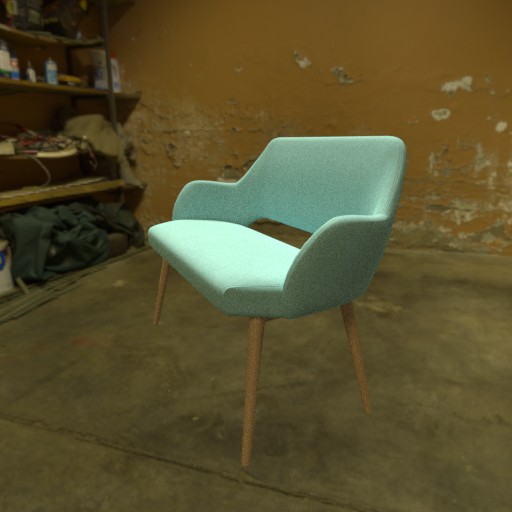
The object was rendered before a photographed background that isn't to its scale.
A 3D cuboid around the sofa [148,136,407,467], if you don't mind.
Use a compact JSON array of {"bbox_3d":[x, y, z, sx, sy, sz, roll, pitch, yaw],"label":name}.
[{"bbox_3d":[0.000,0.000,1.615,0.610,0.840,1.150,-7,16,-24],"label":"sofa"}]
